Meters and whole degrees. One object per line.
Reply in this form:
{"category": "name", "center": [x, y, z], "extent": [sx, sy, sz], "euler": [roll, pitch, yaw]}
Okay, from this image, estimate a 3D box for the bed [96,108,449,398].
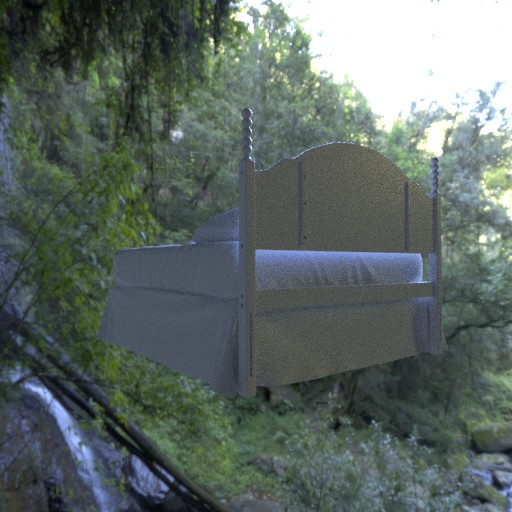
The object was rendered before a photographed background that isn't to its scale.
{"category": "bed", "center": [0.000, 0.000, 3.351], "extent": [1.873, 1.356, 2.040], "euler": [1, -1, -37]}
